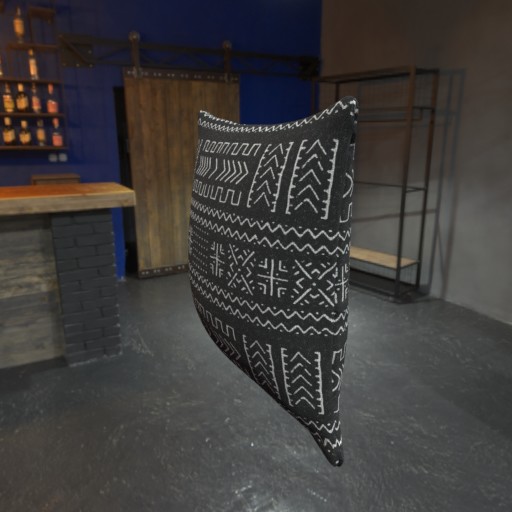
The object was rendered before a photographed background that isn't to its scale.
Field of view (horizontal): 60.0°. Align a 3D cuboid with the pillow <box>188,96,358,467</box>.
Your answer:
[{"bbox_3d":[0.000,0.000,0.659,0.164,0.430,0.438,-8,17,-26],"label":"pillow"}]
